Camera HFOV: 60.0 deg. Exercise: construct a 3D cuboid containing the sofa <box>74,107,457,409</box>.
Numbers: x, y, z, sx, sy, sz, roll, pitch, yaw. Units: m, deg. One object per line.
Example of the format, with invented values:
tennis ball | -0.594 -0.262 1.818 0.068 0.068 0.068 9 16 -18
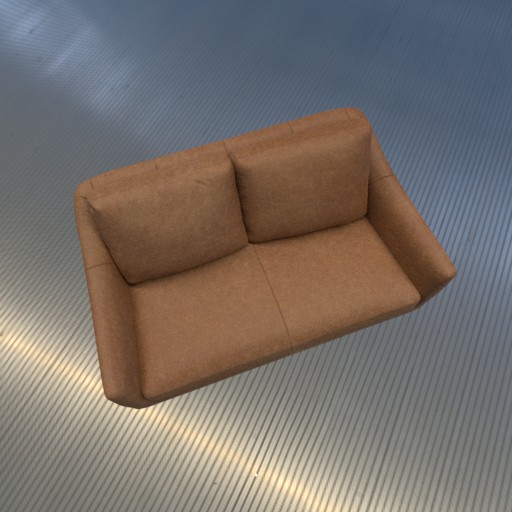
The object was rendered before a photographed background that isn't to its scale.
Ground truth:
sofa | 0.000 0.000 2.202 1.619 0.902 0.960 -18 65 -9
